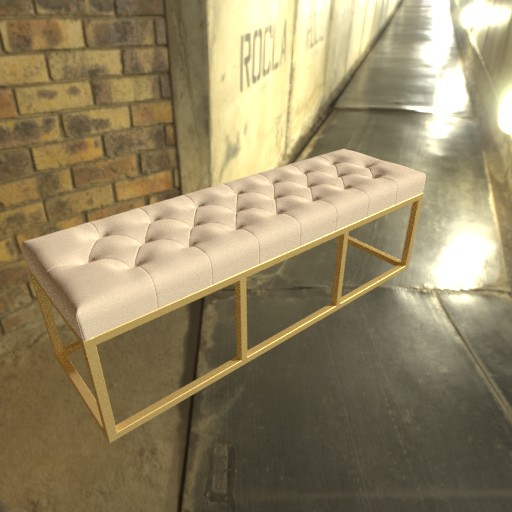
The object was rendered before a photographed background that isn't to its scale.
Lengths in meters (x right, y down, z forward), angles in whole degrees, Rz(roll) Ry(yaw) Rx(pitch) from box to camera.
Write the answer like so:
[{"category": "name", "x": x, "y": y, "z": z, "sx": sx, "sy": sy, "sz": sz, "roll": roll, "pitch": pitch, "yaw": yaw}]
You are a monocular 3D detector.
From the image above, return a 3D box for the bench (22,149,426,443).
[{"category": "bench", "x": 0.000, "y": 0.000, "z": 1.697, "sx": 1.473, "sy": 0.484, "sz": 0.457, "roll": -23, "pitch": 38, "yaw": -33}]
